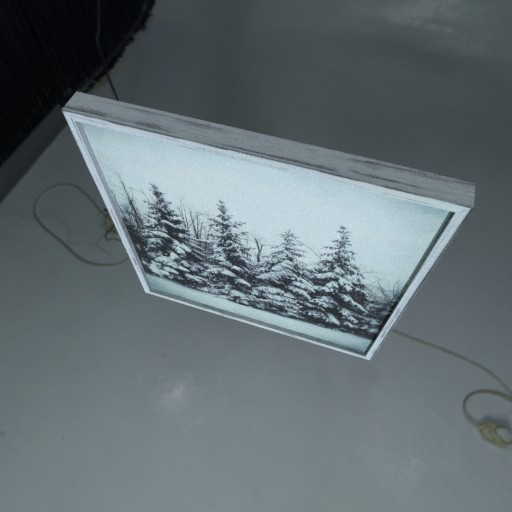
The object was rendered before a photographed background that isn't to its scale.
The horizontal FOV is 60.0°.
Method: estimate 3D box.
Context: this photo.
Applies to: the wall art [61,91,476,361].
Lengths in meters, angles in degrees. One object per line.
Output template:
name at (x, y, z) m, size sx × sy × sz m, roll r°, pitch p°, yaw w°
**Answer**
wall art at (0.000, 0.000, 0.743) m, size 0.506 × 0.506 × 0.038 m, roll 15°, pitch 59°, yaw 9°
